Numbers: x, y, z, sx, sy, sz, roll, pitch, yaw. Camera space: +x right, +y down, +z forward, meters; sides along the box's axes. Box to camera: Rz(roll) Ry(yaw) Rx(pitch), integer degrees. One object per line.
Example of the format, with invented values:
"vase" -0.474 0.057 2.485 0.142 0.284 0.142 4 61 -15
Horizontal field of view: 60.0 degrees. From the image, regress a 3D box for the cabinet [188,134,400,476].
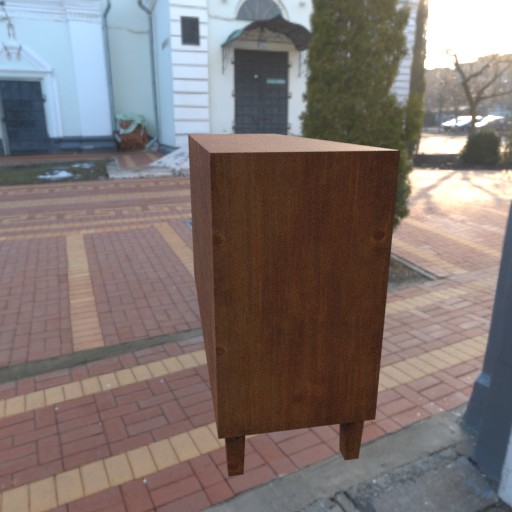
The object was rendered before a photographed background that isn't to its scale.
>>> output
"cabinet" 0.000 0.000 1.581 0.403 0.805 1.204 -3 17 -10
